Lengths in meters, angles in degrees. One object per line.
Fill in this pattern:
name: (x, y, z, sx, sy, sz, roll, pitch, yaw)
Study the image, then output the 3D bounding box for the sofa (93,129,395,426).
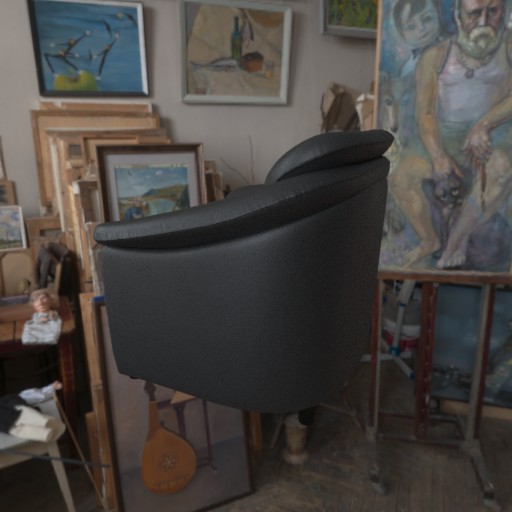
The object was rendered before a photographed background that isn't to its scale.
sofa: (0.000, 0.000, 1.476, 0.794, 0.811, 0.870, 9, 19, 26)
